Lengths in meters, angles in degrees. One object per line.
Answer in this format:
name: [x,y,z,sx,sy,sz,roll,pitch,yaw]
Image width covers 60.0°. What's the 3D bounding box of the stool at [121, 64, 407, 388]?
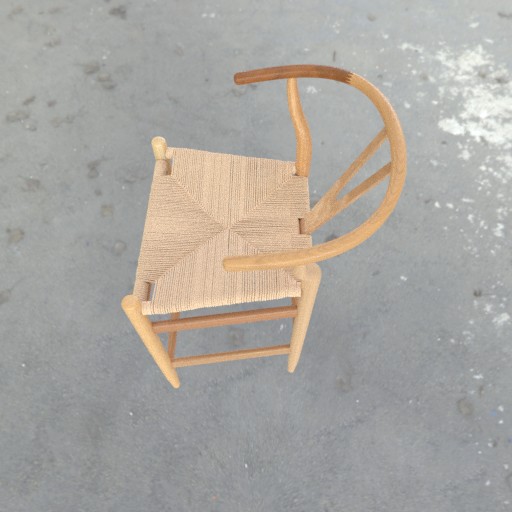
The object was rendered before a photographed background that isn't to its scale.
stool: [0.000,0.000,1.247,0.575,0.923,0.536,1,59,0]
